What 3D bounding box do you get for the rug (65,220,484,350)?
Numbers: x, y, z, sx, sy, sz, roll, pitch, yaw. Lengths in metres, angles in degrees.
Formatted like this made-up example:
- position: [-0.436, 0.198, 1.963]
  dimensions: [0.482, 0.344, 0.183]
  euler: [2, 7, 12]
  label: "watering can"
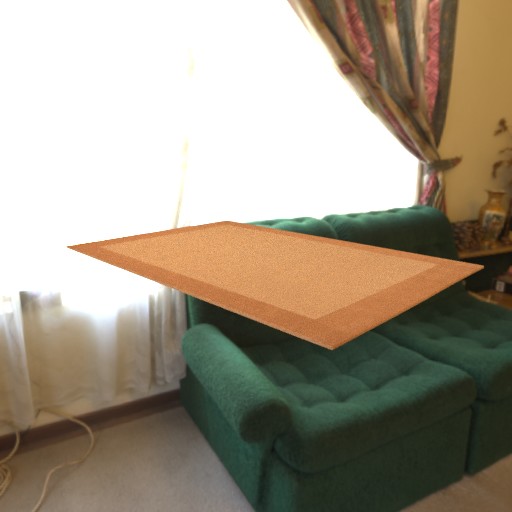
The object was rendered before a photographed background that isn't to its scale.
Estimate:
- position: [0.000, 0.000, 2.301]
  dimensions: [1.829, 0.014, 1.219]
  euler: [14, 20, 43]
  label: "rug"
